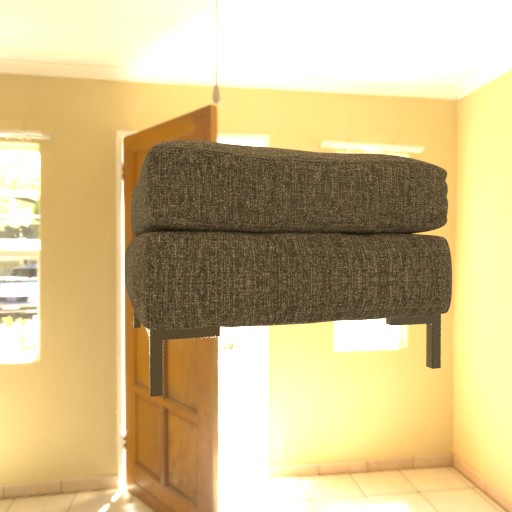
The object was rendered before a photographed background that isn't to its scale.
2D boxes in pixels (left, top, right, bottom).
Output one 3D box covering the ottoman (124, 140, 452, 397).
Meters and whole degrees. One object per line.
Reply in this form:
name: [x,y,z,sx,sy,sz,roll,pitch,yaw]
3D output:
ottoman: [0.000,0.000,1.212,0.683,0.480,0.828,0,1,-18]
